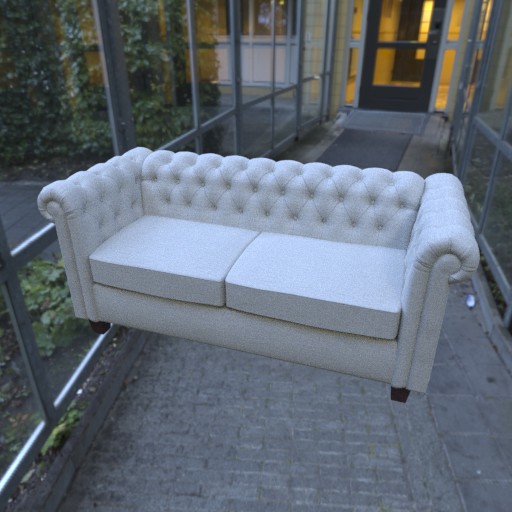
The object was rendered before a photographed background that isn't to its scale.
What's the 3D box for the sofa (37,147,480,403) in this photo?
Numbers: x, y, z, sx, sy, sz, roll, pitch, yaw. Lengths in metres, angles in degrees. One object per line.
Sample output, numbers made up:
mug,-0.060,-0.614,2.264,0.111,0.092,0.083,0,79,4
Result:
sofa,0.000,0.000,2.154,1.798,0.797,0.783,9,28,16
